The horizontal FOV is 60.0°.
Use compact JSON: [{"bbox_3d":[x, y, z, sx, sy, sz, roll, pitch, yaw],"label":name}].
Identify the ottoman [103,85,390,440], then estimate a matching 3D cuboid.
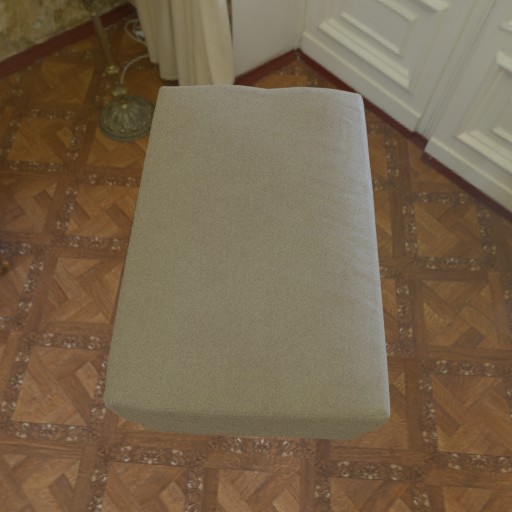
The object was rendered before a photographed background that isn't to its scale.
[{"bbox_3d":[0.000,0.000,1.170,0.590,0.444,0.872,2,64,1],"label":"ottoman"}]
